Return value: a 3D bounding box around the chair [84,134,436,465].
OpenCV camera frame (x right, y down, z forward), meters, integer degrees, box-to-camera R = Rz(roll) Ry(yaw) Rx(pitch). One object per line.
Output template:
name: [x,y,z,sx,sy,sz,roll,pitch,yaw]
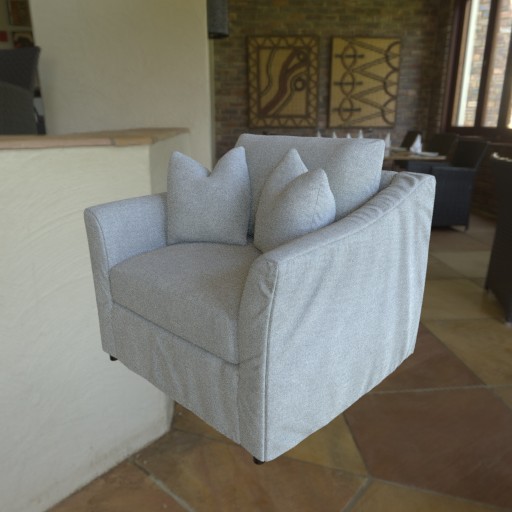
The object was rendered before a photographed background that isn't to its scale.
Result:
chair: [0.000,0.000,2.038,1.194,1.059,1.071,16,23,42]
